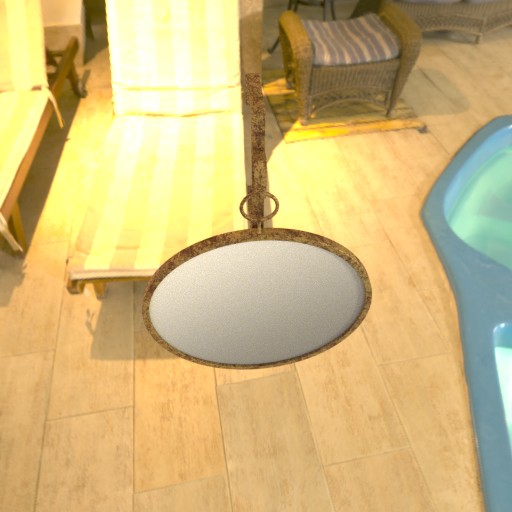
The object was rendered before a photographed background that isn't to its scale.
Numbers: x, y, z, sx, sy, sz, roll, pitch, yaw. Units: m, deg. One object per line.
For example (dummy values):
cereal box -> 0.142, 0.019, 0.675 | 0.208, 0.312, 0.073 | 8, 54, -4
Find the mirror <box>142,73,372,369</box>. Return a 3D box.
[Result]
mirror -> 0.000, 0.000, 0.842 | 0.447, 0.651, 0.144 | -4, 48, -3
